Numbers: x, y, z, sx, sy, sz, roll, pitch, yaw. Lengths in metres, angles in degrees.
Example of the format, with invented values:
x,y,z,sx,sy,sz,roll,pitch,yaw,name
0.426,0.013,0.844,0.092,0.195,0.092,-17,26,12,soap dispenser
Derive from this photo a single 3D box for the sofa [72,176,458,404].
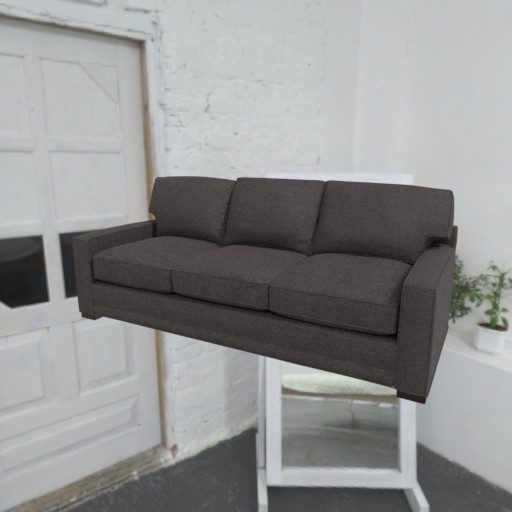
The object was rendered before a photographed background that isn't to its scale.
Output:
x,y,z,sx,sy,sz,roll,pitch,yaw,name
0.000,0.000,2.946,2.369,0.978,1.004,7,16,27,sofa
